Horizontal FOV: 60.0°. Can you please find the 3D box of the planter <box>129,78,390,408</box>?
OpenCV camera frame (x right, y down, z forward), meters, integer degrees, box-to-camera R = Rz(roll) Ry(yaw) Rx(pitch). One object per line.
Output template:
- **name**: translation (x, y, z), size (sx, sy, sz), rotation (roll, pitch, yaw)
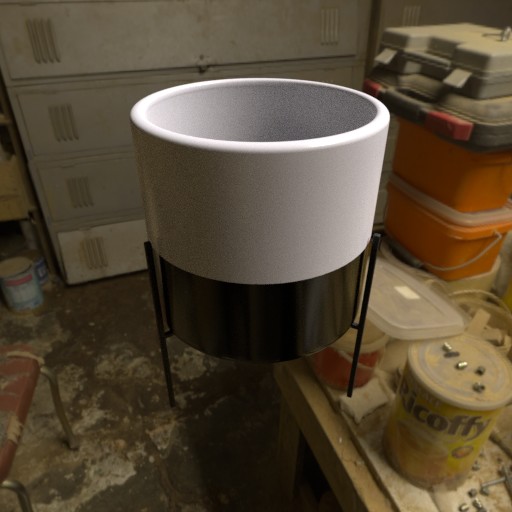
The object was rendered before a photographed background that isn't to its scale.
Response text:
- **planter**: translation (0.000, 0.000, 0.642), size (0.310, 0.432, 0.310), rotation (-11, 35, -16)
